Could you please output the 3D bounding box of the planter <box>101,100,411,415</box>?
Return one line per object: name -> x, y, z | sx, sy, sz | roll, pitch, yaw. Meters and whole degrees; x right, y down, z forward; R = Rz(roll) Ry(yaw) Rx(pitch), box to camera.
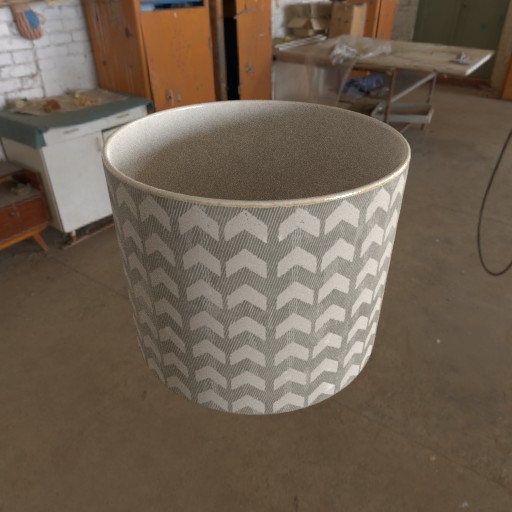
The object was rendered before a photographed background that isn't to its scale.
planter -> 0.000, 0.000, 0.332 | 0.190, 0.181, 0.190 | 0, 33, 0
